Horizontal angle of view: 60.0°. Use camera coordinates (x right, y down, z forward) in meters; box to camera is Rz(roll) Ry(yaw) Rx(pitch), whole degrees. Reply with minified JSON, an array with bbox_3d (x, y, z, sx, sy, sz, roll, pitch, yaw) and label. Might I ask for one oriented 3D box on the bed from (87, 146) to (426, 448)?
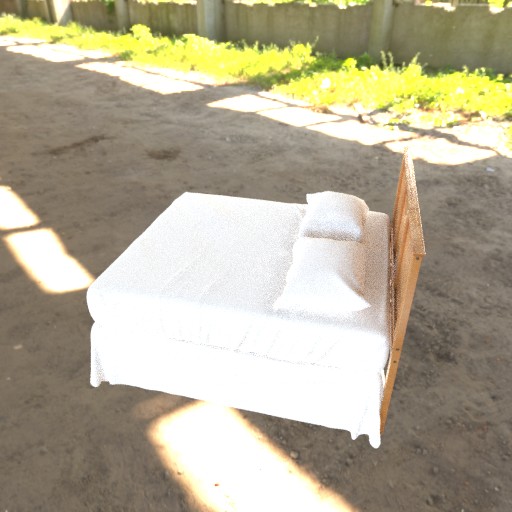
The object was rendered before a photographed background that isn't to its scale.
[{"bbox_3d":[0.000,0.000,3.209,2.035,1.273,1.870,8,32,12],"label":"bed"}]
